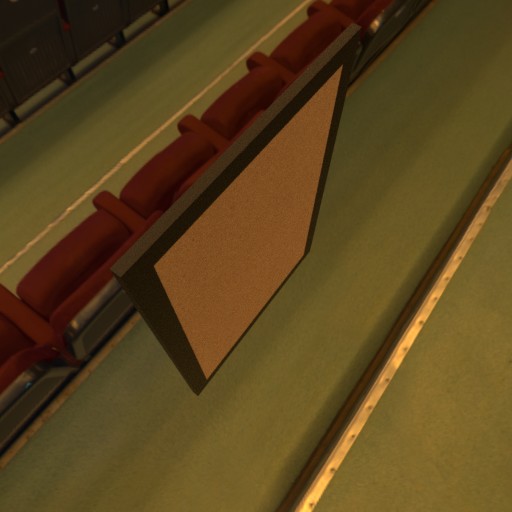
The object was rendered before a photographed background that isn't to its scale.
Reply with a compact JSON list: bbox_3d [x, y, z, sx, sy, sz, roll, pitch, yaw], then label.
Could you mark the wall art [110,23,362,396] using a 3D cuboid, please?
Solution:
[{"bbox_3d":[0.000,0.000,0.662,0.013,0.534,0.381,33,67,16],"label":"wall art"}]
